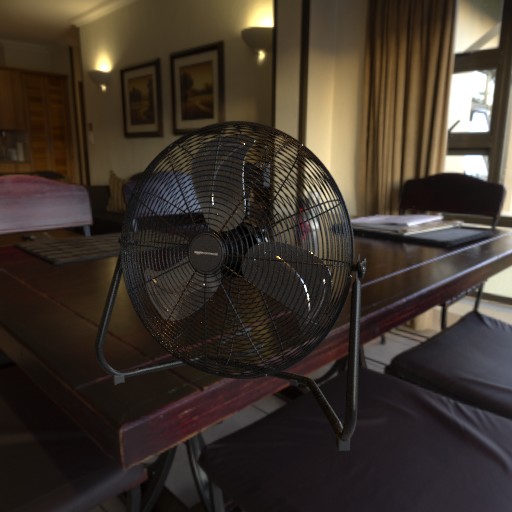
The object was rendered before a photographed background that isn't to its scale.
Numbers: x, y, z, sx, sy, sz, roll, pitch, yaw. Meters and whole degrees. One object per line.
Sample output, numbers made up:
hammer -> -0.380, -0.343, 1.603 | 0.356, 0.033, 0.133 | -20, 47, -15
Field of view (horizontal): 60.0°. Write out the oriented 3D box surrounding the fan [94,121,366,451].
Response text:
fan -> 0.000, 0.000, 0.955 | 0.555, 0.546, 0.424 | 6, 14, 25
